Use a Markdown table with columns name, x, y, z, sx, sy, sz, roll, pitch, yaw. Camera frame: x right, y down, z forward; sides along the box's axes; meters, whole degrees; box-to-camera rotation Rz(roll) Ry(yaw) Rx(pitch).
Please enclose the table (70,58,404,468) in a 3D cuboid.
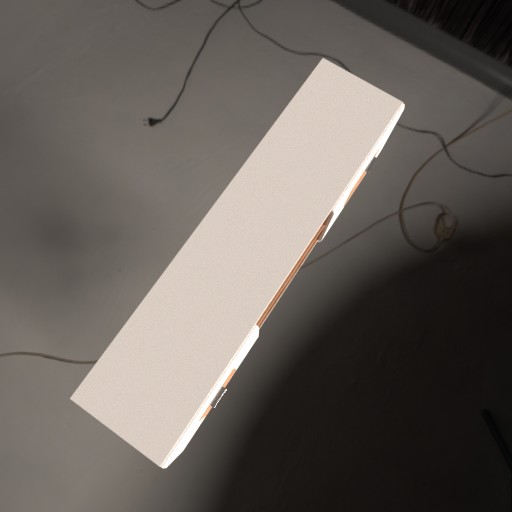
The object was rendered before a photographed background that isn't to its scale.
| name | x | y | z | sx | sy | sz | roll | pitch | yaw |
| --- | --- | --- | --- | --- | --- | --- | --- | --- | --- |
| table | 0.000 | 0.000 | 1.772 | 0.400 | 0.440 | 1.550 | 33 | 77 | 8 |
